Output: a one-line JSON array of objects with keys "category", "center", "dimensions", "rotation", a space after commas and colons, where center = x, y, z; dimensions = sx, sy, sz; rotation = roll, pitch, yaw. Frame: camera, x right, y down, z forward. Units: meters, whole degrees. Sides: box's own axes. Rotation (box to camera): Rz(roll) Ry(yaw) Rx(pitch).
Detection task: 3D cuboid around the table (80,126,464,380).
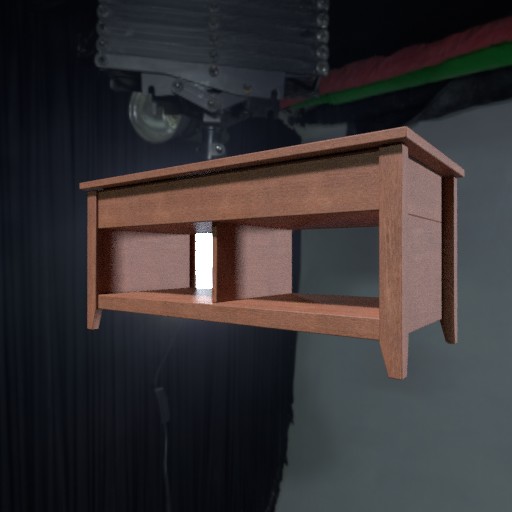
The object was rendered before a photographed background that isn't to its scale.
[{"category": "table", "center": [0.000, 0.000, 1.279], "dimensions": [1.016, 0.457, 0.483], "rotation": [0, 0, 36]}]
